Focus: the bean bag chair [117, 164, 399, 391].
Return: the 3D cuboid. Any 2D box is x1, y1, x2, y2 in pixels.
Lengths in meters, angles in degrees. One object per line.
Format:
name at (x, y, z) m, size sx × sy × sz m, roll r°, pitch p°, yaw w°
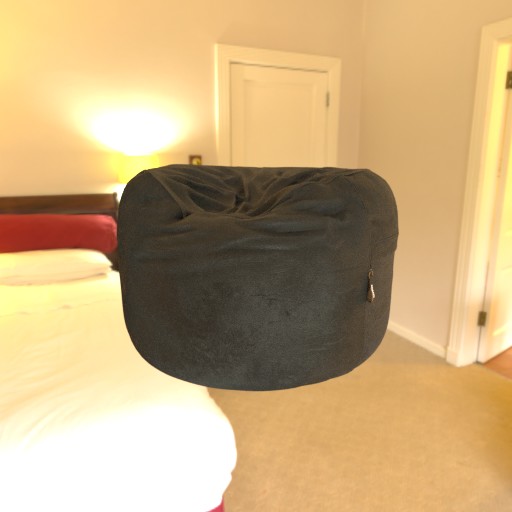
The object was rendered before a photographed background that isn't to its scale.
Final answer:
bean bag chair at (0.000, 0.000, 1.511) m, size 0.918 × 0.605 × 0.918 m, roll 0°, pitch 13°, yaw 0°
